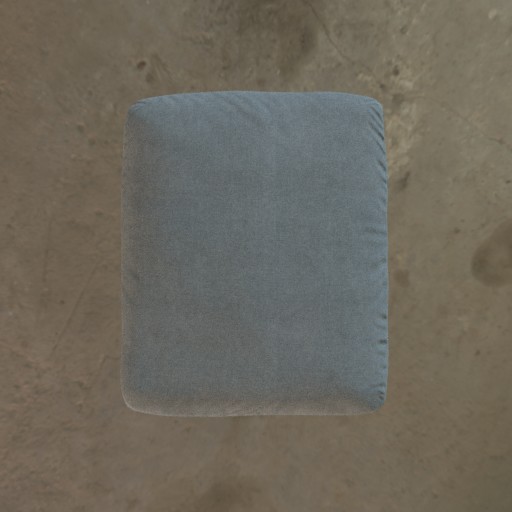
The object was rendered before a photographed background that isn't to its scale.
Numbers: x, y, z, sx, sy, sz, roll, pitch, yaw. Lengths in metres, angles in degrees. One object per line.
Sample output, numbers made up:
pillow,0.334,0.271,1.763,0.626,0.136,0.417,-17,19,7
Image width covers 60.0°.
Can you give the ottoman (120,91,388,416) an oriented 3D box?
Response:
ottoman,0.000,0.000,1.254,0.683,0.481,0.837,0,90,1
